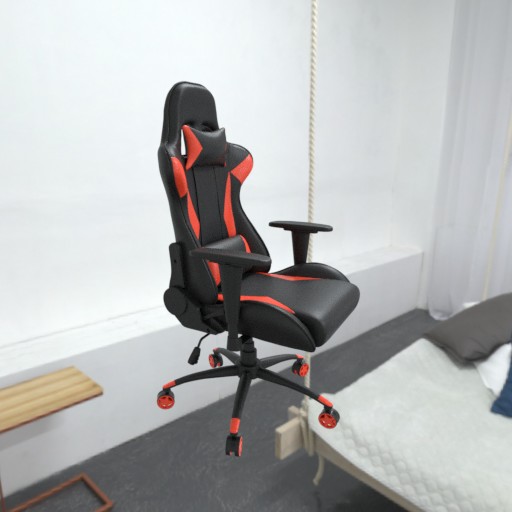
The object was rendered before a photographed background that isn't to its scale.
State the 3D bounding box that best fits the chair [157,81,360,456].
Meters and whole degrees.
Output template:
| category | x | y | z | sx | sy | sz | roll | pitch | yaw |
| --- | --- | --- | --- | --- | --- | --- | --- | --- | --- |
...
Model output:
| category | x | y | z | sx | sy | sz | roll | pitch | yaw |
| --- | --- | --- | --- | --- | --- | --- | --- | --- | --- |
| chair | 0.000 | 0.000 | 1.704 | 0.730 | 1.282 | 0.695 | 7 | 16 | 27 |
